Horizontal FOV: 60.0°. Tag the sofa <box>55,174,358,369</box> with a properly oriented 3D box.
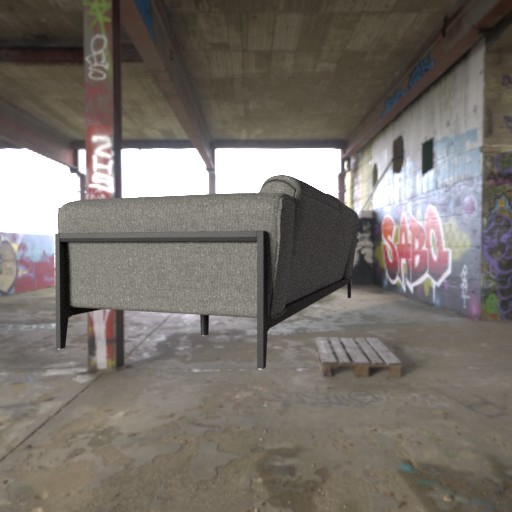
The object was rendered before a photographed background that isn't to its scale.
[{"bbox_3d":[0.000,0.000,2.586,0.985,0.703,2.125,0,1,20],"label":"sofa"}]
